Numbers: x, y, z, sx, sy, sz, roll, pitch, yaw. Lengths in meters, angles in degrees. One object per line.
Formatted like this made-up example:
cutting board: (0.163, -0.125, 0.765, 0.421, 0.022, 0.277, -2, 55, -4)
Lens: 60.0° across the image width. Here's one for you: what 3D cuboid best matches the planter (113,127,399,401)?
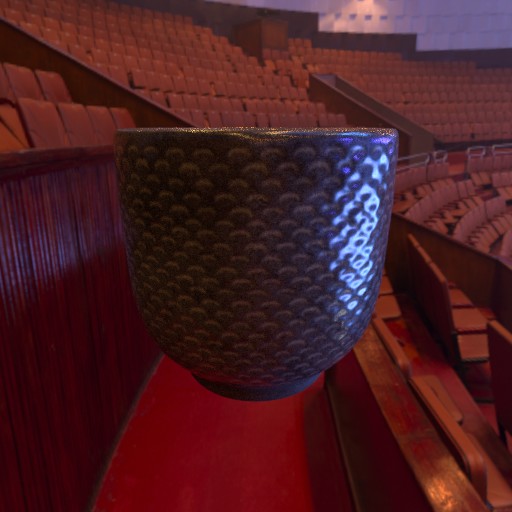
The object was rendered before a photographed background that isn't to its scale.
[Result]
planter: (0.000, 0.000, 0.344, 0.197, 0.191, 0.197, 0, 16, 0)
